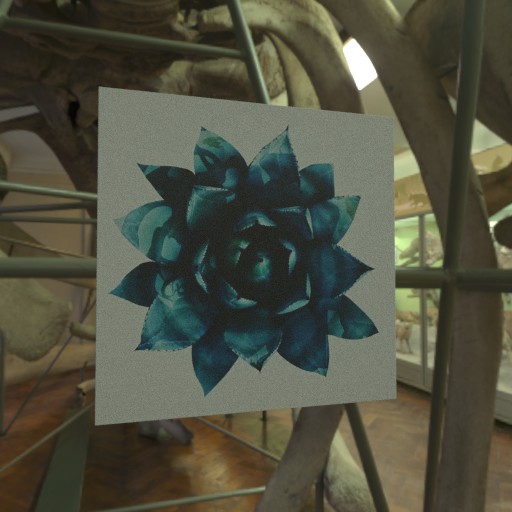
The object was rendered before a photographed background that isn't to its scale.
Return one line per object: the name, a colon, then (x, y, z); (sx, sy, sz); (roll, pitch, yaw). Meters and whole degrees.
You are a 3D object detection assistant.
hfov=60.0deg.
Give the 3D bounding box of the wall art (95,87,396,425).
wall art: (0.000, 0.000, 0.604); (0.406, 0.406, 0.038); (0, -2, -16)
